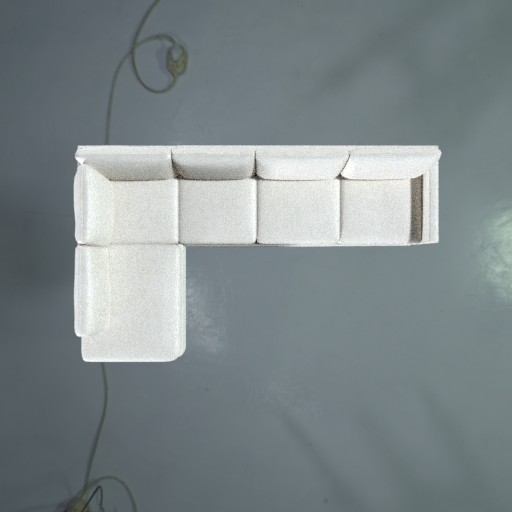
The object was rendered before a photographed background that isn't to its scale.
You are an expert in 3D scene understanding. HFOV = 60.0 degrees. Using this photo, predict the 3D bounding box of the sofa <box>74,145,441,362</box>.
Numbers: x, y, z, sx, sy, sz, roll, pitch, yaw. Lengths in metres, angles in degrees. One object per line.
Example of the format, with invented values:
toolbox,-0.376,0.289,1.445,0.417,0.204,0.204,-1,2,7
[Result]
sofa,0.000,0.000,4.326,3.384,0.996,2.048,0,90,0
